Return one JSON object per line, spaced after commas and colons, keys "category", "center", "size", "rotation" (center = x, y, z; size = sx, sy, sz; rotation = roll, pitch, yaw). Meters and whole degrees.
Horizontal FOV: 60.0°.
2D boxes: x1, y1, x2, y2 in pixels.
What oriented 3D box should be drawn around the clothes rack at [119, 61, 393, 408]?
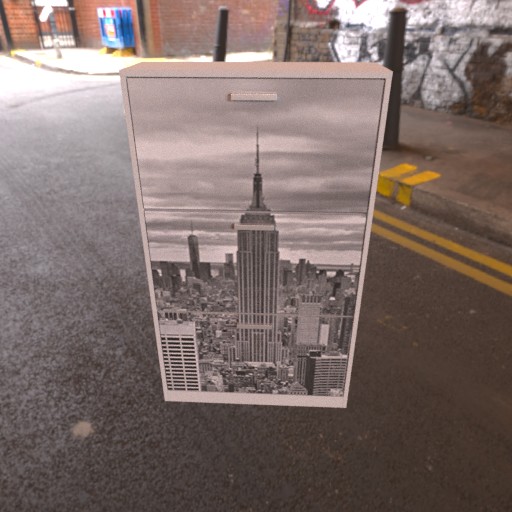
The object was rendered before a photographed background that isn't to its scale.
{"category": "clothes rack", "center": [0.000, 0.000, 1.618], "size": [0.750, 1.280, 0.250], "rotation": [1, 29, 2]}
